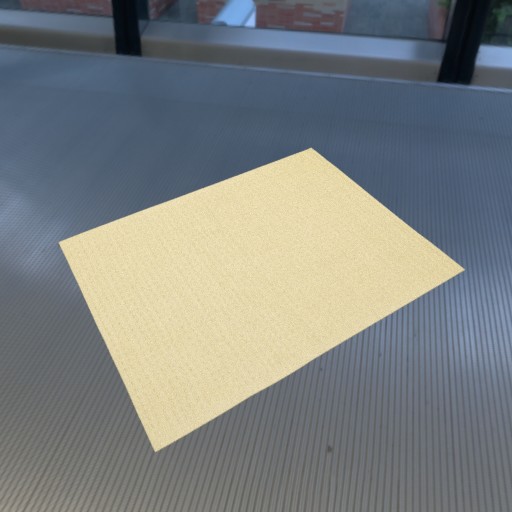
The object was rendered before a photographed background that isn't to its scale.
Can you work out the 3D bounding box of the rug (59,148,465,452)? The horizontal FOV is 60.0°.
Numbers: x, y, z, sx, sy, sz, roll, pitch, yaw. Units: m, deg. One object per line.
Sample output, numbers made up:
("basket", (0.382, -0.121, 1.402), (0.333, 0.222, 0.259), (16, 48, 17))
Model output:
("rug", (0.000, 0.000, 4.374), (3.204, 0.016, 2.452), (-25, 52, -21))
